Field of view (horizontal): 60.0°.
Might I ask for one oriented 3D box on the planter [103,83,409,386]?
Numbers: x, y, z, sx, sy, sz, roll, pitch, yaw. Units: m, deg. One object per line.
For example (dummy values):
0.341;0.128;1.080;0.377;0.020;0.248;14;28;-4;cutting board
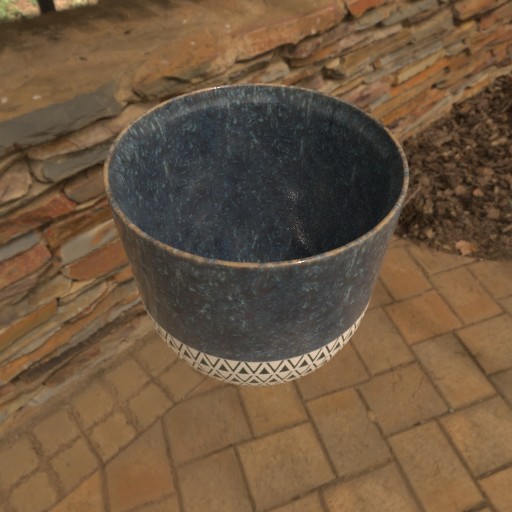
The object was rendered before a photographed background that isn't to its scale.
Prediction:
0.000;0.000;0.493;0.266;0.270;0.266;0;48;0;planter
